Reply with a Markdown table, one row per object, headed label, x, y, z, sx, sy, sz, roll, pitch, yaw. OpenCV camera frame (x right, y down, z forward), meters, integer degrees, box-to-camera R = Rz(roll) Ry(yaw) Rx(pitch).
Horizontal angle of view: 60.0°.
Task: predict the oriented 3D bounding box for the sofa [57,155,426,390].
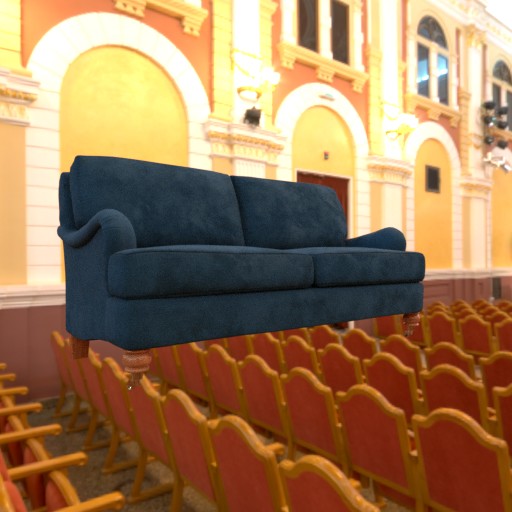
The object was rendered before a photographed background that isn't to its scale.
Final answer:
| label | x | y | z | sx | sy | sz | roll | pitch | yaw |
| --- | --- | --- | --- | --- | --- | --- | --- | --- | --- |
| sofa | 0.000 | 0.000 | 2.740 | 2.141 | 1.101 | 1.084 | 0 | 0 | -37 |
